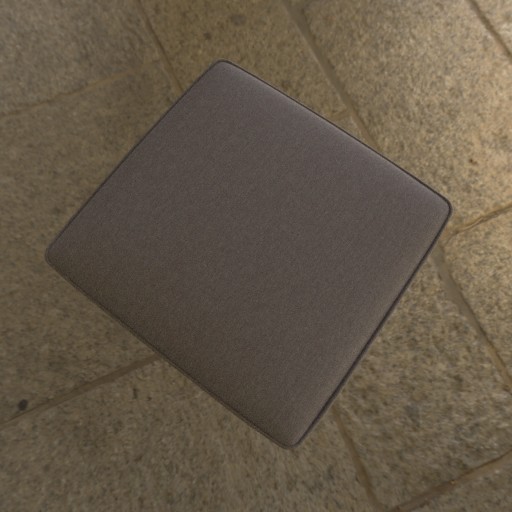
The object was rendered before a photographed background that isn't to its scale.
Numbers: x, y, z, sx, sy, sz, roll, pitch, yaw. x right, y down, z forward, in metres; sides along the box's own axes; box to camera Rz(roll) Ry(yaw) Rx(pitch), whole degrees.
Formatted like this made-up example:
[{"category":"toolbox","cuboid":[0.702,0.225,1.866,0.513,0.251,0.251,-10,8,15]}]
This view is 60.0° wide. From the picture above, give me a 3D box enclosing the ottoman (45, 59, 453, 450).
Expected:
[{"category":"ottoman","cuboid":[0.000,0.000,1.402,0.871,0.612,0.808,35,78,9]}]
